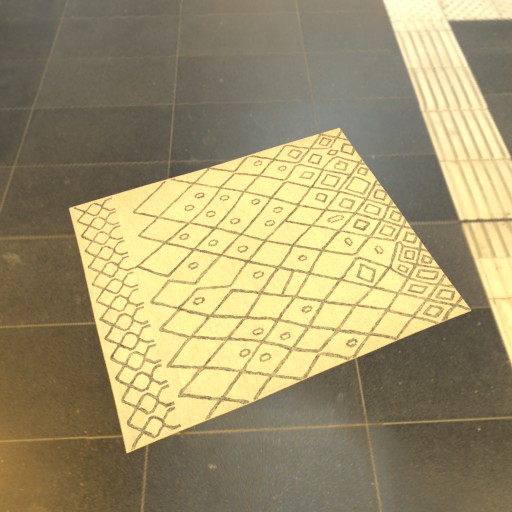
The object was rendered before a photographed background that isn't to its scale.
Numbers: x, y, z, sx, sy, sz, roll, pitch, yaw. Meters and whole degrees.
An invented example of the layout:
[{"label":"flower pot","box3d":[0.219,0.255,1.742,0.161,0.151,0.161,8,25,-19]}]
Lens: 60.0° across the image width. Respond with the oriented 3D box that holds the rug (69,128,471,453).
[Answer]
[{"label":"rug","box3d":[0.000,0.000,4.138,3.046,0.015,2.446,-19,60,-11]}]
